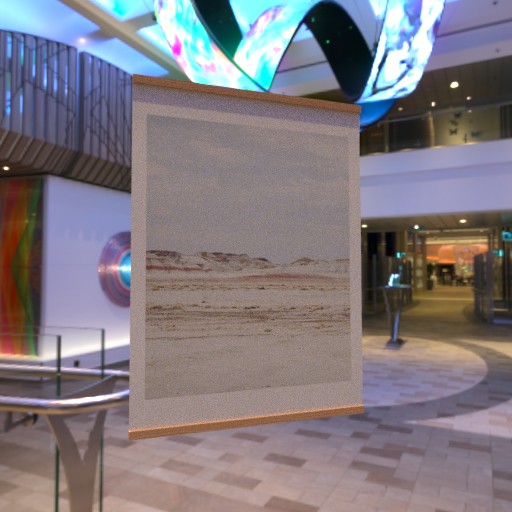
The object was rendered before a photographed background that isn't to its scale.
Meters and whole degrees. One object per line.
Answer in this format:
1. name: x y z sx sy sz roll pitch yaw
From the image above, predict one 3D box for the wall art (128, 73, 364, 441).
1. wall art: 0.000 0.000 1.356 0.739 1.016 0.020 1 -2 -19
